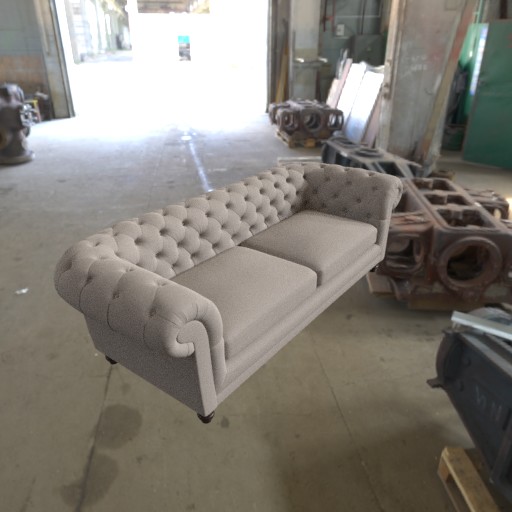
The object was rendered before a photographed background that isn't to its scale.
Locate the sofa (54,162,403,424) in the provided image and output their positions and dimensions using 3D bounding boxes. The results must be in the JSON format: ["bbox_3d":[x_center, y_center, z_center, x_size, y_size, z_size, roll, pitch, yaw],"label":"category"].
[{"bbox_3d":[0.000,0.000,2.832,0.991,0.749,2.411,18,31,33],"label":"sofa"}]
